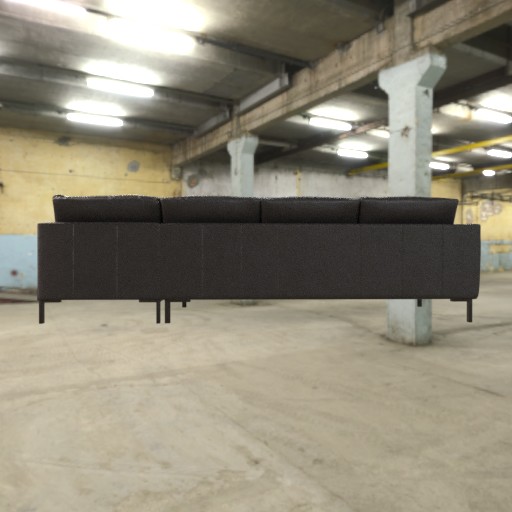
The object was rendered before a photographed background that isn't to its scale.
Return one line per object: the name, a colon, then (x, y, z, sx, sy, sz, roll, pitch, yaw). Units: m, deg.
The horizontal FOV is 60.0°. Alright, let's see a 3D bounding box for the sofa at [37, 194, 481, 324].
sofa: (0.000, 0.000, 3.880, 2.984, 0.877, 1.938, 0, 0, -1)
